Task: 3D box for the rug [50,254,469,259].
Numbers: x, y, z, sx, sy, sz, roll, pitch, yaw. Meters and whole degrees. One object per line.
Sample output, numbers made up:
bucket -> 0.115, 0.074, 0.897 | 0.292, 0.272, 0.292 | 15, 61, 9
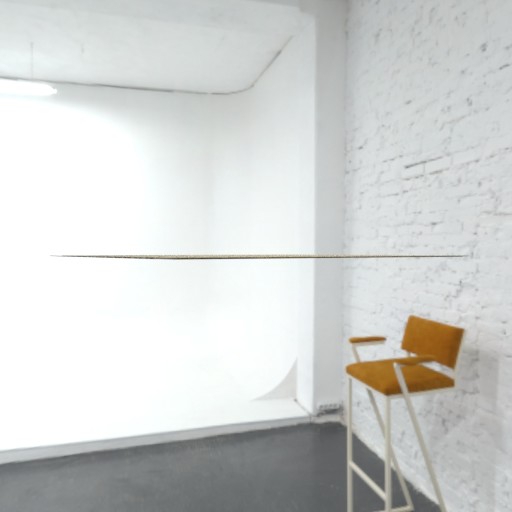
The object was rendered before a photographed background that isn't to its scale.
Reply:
rug -> 0.000, 0.000, 4.124 | 3.056, 0.010, 2.437 | 0, 1, -36
